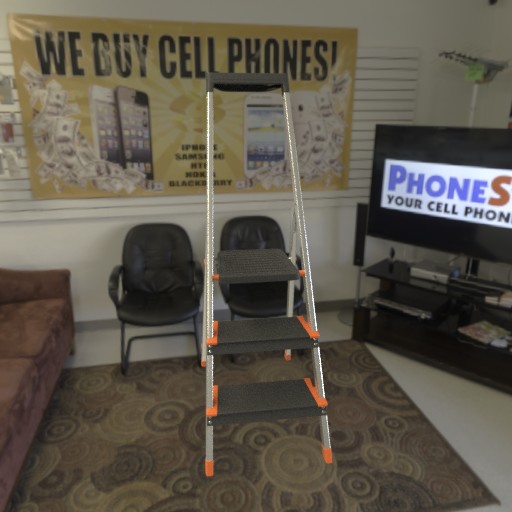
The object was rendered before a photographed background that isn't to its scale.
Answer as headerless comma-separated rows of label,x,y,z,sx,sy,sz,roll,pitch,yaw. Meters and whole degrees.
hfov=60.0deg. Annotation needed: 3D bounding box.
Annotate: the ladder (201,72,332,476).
ladder,0.000,0.000,1.562,0.416,1.229,0.686,-2,18,-8
